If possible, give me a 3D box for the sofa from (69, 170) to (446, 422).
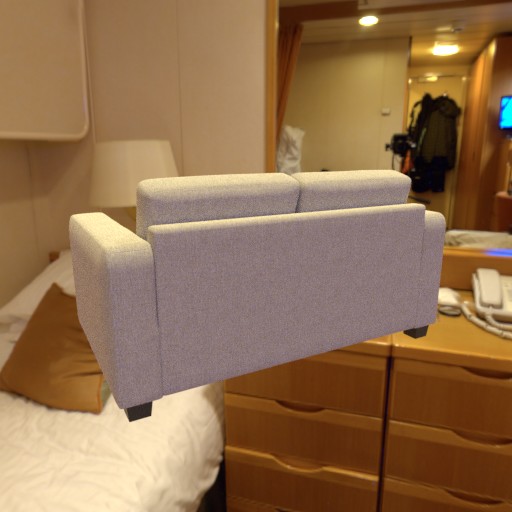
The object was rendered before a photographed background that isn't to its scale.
[{"bbox_3d":[0.000,0.000,2.090,1.540,0.800,0.900,-8,16,-28],"label":"sofa"}]
